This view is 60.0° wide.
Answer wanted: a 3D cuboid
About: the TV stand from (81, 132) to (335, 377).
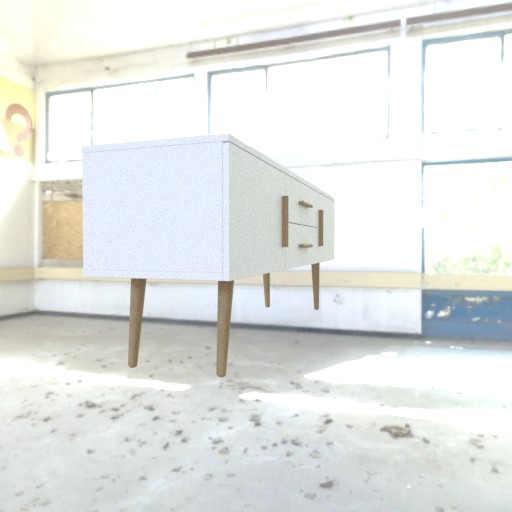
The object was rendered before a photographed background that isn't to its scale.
[{"bbox_3d":[0.000,0.000,1.663,0.401,0.560,1.398,1,2,19],"label":"TV stand"}]
